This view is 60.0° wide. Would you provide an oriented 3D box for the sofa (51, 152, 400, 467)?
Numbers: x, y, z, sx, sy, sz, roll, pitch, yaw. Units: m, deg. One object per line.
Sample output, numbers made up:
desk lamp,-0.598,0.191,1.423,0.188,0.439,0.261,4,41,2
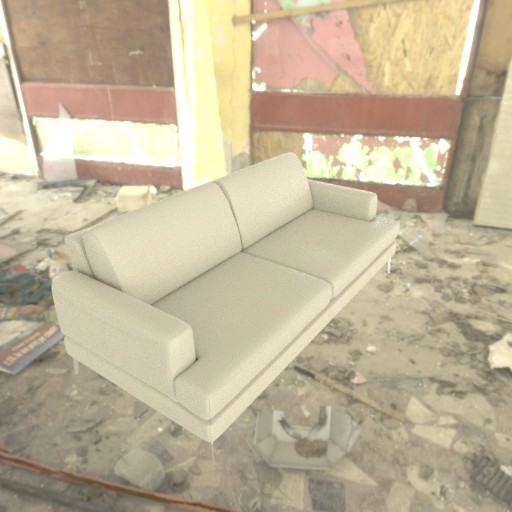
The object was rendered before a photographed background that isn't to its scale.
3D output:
sofa,0.000,0.000,2.453,0.974,0.765,1.940,18,32,31
